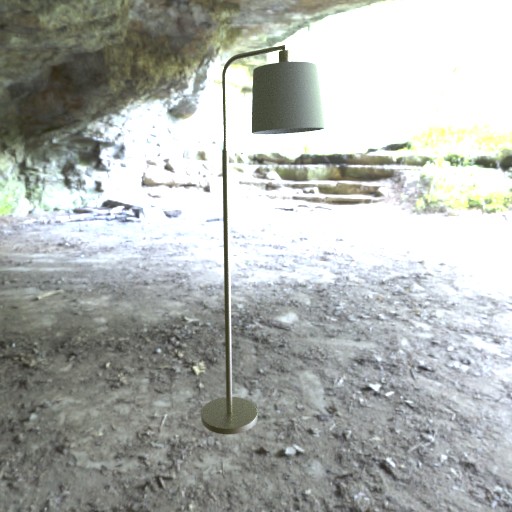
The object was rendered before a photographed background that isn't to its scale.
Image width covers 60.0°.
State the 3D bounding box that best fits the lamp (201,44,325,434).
[{"bbox_3d":[0.000,0.000,1.704,0.508,1.478,0.254,7,15,27],"label":"lamp"}]
